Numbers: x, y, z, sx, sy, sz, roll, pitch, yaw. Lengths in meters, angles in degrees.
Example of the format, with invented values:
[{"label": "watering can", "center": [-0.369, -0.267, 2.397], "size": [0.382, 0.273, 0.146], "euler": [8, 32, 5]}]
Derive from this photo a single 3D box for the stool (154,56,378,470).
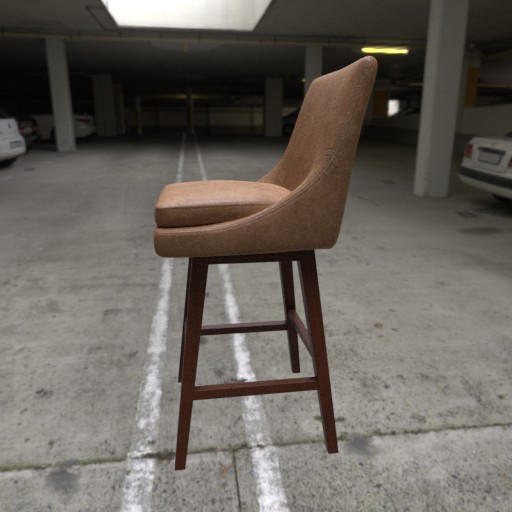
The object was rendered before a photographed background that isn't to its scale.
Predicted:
[{"label": "stool", "center": [0.000, 0.000, 1.354], "size": [0.572, 1.079, 0.487], "euler": [-2, 15, -8]}]
